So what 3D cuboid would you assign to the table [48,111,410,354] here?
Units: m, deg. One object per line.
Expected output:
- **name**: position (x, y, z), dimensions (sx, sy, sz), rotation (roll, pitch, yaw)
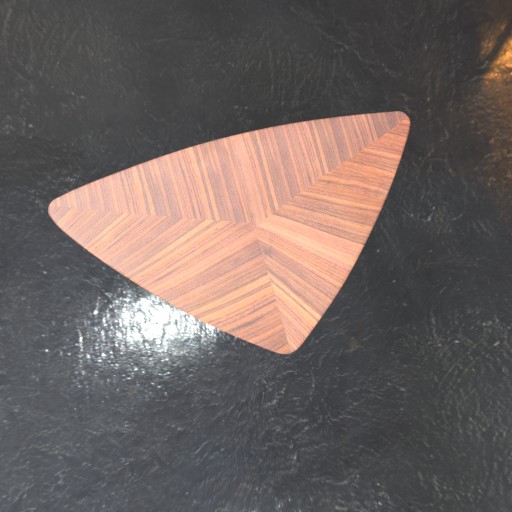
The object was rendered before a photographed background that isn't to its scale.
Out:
- **table**: position (0.000, 0.000, 1.318), dimensions (1.008, 0.365, 0.601), rotation (-15, 76, -4)
